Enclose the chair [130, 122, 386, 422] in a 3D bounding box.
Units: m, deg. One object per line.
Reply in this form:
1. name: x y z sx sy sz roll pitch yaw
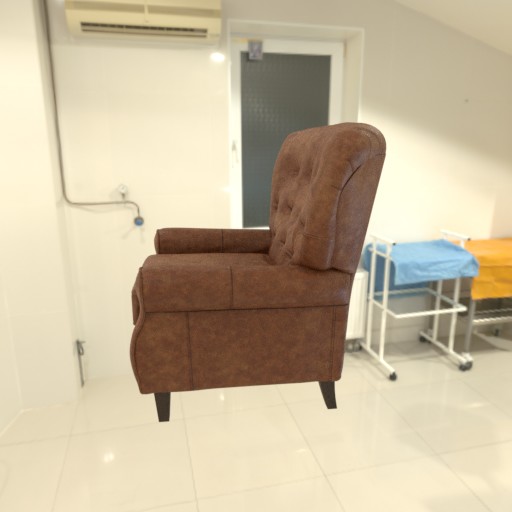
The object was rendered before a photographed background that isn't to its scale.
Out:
1. chair: 0.000 0.000 2.010 1.059 1.164 0.951 -2 15 -7
